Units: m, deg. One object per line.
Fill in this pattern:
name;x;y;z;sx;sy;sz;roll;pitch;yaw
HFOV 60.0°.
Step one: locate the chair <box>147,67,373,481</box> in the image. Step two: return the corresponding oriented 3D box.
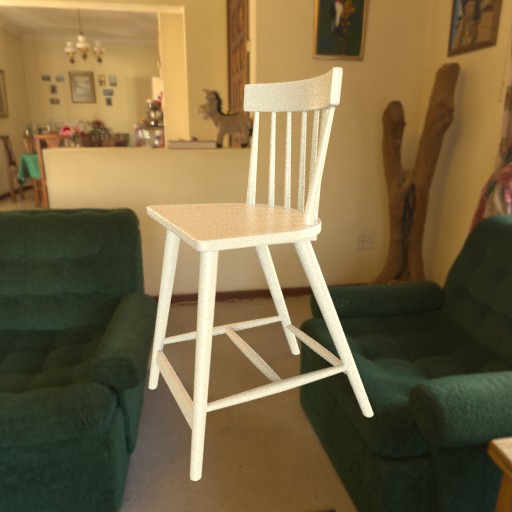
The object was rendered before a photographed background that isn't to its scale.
chair;0.000;0.000;1.257;0.572;0.952;0.483;-8;18;-25
